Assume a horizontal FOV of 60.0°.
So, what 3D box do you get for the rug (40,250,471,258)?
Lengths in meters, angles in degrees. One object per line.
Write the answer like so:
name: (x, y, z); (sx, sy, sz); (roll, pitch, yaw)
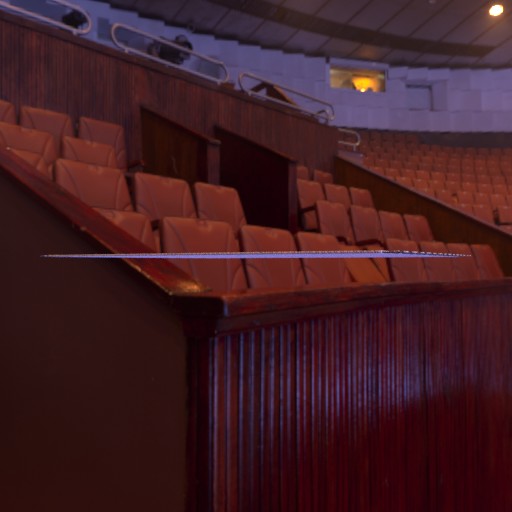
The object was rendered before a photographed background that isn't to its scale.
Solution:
rug: (0.000, 0.000, 2.238); (1.802, 0.008, 1.247); (0, -1, 34)
